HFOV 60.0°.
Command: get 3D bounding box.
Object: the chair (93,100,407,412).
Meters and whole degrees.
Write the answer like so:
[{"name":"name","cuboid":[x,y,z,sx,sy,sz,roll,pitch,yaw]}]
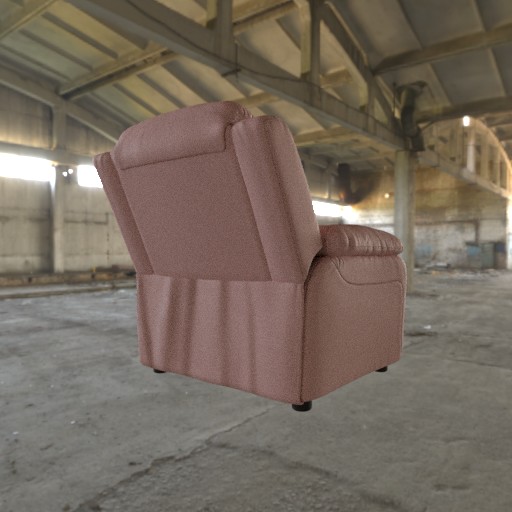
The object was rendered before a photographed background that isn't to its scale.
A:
[{"name":"chair","cuboid":[0.000,0.000,1.291,0.680,0.702,0.709,1,1,38]}]
